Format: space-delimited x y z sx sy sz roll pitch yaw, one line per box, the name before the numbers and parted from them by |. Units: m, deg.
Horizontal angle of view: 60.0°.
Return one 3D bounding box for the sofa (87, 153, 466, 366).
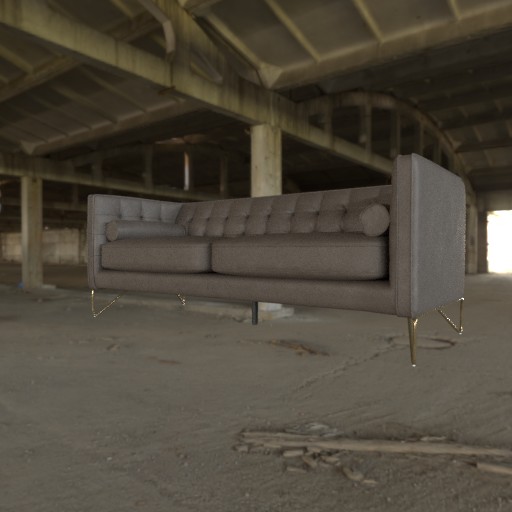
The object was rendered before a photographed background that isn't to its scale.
sofa | 0.000 0.000 2.540 2.087 0.789 0.867 1 1 37
